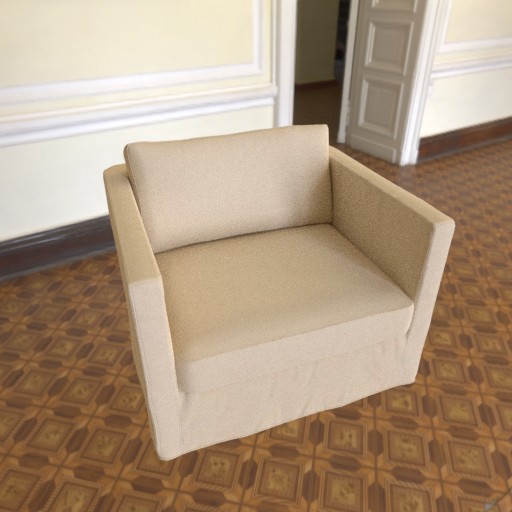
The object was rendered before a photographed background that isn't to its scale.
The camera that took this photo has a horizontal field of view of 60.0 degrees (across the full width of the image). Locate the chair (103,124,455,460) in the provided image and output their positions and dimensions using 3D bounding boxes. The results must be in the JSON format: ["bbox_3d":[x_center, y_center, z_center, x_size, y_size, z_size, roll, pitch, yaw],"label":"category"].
[{"bbox_3d":[0.000,0.000,1.754,1.057,0.851,0.947,-11,33,-17],"label":"chair"}]
